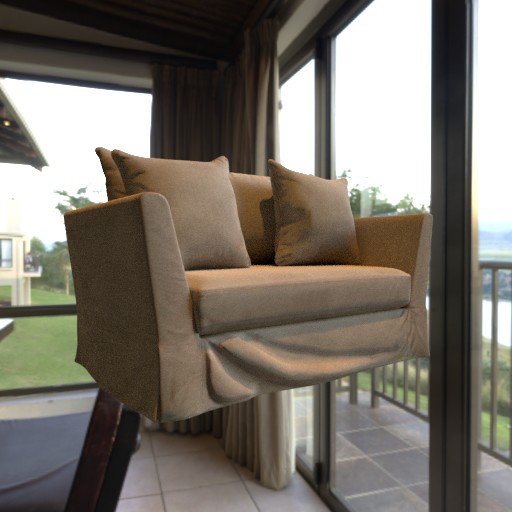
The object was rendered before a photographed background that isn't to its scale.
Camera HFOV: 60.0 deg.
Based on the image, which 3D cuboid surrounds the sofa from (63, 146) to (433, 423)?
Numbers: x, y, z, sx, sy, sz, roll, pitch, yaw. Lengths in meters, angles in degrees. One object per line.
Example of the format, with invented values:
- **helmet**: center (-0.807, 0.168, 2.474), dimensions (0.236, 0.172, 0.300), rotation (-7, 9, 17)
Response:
- **sofa**: center (0.000, 0.000, 2.232), dimensions (1.608, 1.040, 1.035), rotation (-1, 2, -36)
